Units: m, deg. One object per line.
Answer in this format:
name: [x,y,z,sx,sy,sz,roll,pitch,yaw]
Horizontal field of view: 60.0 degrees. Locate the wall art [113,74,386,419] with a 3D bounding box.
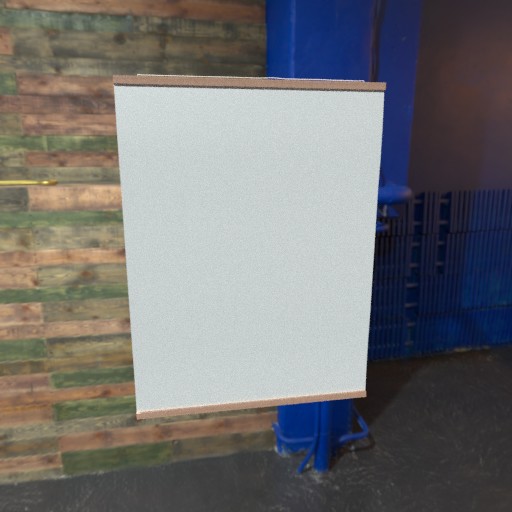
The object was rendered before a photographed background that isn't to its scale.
wall art: [0.000,0.000,1.338,0.758,1.013,0.020,-2,14,-10]
